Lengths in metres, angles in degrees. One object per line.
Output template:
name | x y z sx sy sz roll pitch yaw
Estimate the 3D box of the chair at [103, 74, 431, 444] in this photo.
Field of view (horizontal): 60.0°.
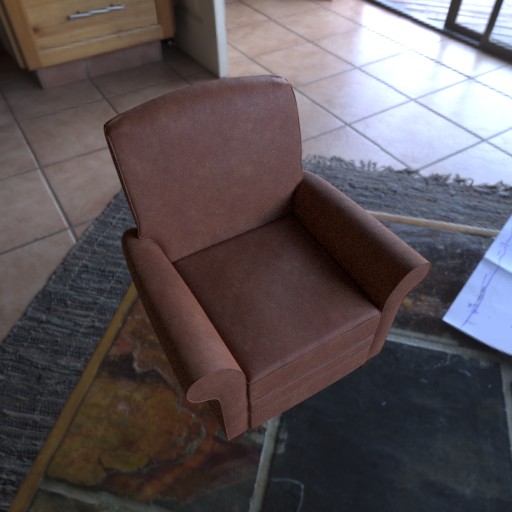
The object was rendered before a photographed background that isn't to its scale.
chair | 0.000 0.000 1.752 0.978 1.061 0.902 -23 51 -20
